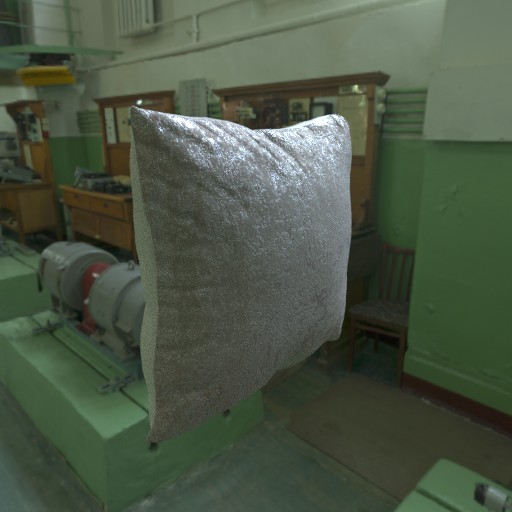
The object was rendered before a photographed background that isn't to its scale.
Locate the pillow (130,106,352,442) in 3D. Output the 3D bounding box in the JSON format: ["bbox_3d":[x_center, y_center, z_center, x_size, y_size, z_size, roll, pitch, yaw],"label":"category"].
[{"bbox_3d":[0.000,0.000,0.717,0.245,0.448,0.450,14,21,42],"label":"pillow"}]
